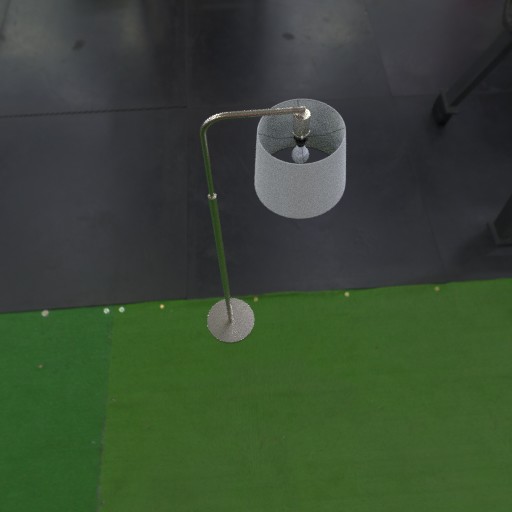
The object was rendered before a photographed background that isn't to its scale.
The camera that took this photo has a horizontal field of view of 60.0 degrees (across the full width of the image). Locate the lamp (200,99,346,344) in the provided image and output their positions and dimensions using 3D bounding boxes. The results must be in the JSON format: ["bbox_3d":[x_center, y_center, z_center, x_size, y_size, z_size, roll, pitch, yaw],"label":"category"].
[{"bbox_3d":[0.000,0.000,1.677,0.508,1.478,0.254,-1,63,-1],"label":"lamp"}]
